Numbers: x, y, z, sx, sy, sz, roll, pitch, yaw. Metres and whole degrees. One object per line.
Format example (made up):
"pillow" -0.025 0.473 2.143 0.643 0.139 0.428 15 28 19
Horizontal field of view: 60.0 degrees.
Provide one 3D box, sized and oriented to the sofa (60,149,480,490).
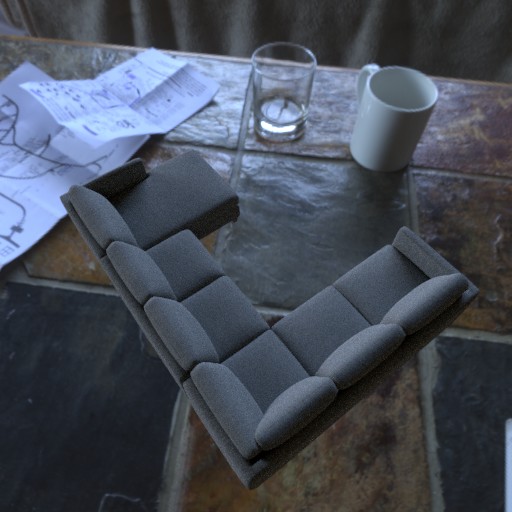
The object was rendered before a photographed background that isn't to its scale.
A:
"sofa" 0.000 0.000 4.357 2.551 0.853 3.238 -32 63 -19
